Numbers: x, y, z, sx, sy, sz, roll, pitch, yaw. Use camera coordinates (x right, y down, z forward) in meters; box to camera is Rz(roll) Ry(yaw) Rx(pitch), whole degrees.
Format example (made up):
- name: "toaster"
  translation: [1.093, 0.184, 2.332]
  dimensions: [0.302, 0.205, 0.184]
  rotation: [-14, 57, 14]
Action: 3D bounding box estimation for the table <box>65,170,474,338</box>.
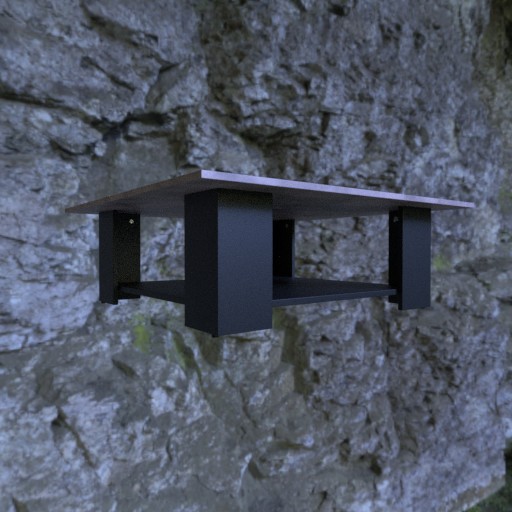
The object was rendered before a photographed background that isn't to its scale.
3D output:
- name: "table"
  translation: [0.000, 0.000, 1.357]
  dimensions: [0.890, 0.305, 0.890]
  rotation: [-1, 1, -37]
